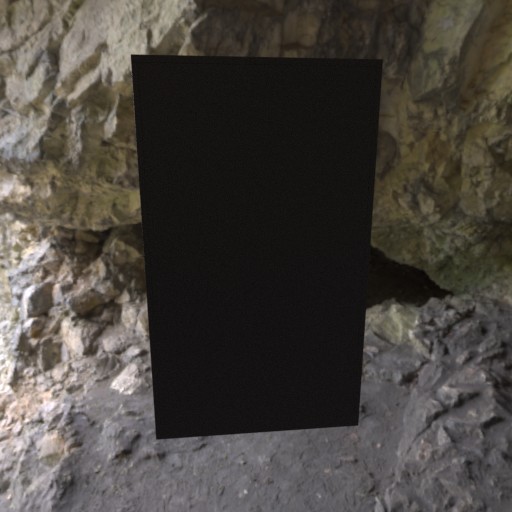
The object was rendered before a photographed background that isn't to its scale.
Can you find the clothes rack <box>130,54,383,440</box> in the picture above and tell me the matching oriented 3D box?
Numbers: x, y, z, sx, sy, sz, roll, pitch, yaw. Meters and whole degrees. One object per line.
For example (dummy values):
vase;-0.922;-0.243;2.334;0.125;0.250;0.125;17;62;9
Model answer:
clothes rack;0.000;0.000;1.590;0.750;1.280;0.250;-2;15;-6
